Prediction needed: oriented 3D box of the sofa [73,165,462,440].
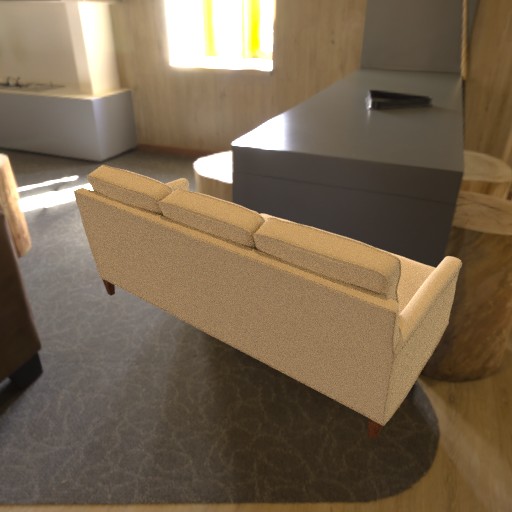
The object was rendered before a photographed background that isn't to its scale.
[{"bbox_3d":[0.000,0.000,2.824,2.246,1.003,1.084,20,36,31],"label":"sofa"}]
